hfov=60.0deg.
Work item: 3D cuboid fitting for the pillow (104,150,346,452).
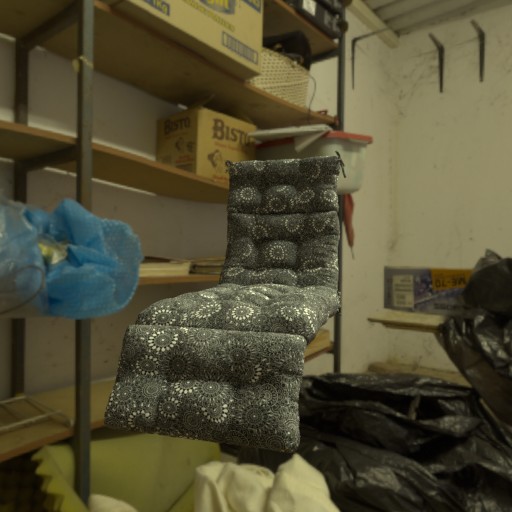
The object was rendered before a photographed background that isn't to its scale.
[{"bbox_3d":[0.000,0.000,1.481,0.526,0.863,1.016,0,1,17],"label":"pillow"}]
